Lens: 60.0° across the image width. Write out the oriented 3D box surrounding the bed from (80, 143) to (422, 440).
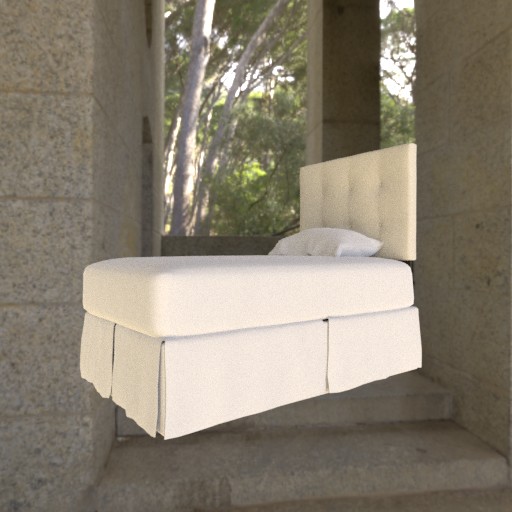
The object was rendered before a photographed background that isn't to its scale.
[{"bbox_3d":[0.000,0.000,2.959,1.997,1.571,1.261,0,1,-37],"label":"bed"}]
